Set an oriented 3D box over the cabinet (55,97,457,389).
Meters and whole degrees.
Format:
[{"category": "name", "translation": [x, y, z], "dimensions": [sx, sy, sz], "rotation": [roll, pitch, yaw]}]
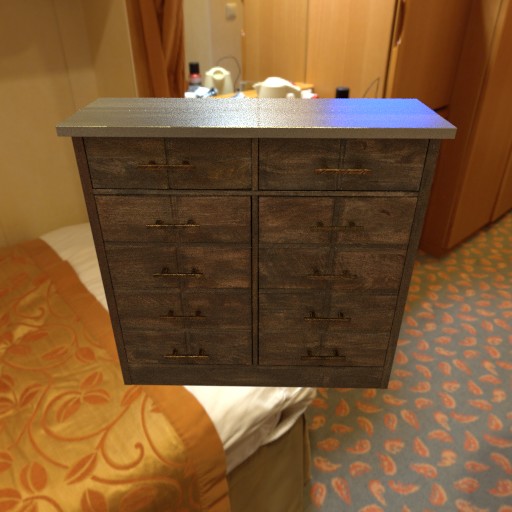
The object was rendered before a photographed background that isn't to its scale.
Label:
[{"category": "cabinet", "translation": [0.000, 0.000, 1.442], "dimensions": [0.968, 0.919, 0.338], "rotation": [1, 31, 1]}]
